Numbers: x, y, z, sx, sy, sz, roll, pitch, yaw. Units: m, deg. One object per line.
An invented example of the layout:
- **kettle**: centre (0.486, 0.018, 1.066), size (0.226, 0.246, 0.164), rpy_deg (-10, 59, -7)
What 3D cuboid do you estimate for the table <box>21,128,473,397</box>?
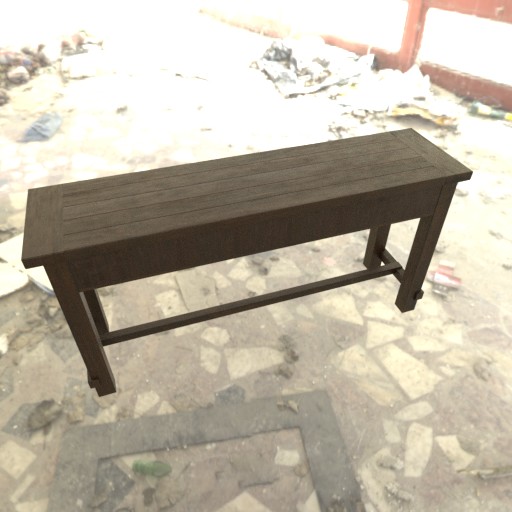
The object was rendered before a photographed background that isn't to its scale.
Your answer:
- **table**: centre (0.000, 0.000, 1.892), size (1.599, 0.762, 0.442), rpy_deg (-12, 42, -14)
